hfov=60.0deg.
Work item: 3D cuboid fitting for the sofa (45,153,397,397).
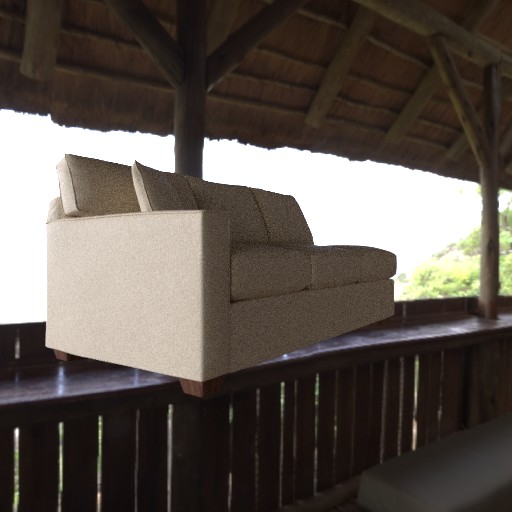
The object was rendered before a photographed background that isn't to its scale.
[{"bbox_3d":[0.000,0.000,2.542,1.034,0.946,1.962,1,1,36],"label":"sofa"}]
